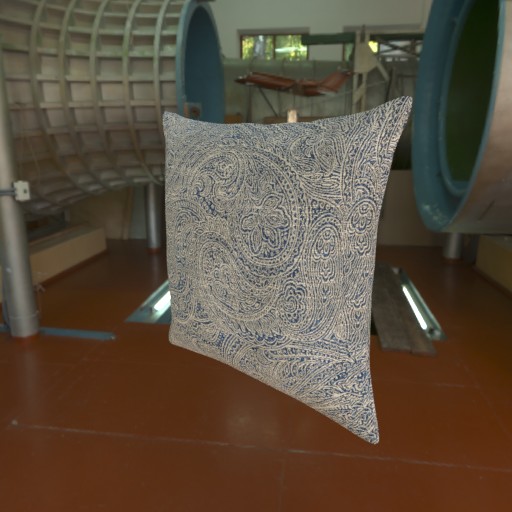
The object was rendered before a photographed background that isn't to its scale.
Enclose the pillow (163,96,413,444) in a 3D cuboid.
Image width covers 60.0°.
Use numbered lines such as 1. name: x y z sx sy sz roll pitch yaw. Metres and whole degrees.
1. pillow: 0.000 0.000 0.791 0.523 0.510 0.166 13 20 40
